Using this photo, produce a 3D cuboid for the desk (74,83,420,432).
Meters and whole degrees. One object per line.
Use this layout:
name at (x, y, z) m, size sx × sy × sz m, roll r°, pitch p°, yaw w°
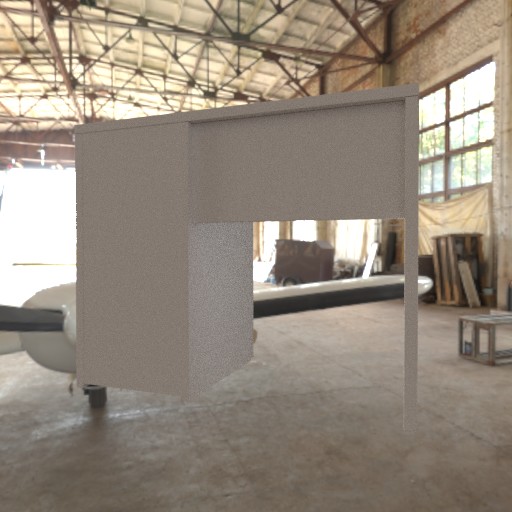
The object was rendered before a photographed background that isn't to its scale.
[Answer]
desk at (0.000, 0.000, 1.306) m, size 0.898 × 0.730 × 0.482 m, roll 0°, pitch 1°, yaw 20°
